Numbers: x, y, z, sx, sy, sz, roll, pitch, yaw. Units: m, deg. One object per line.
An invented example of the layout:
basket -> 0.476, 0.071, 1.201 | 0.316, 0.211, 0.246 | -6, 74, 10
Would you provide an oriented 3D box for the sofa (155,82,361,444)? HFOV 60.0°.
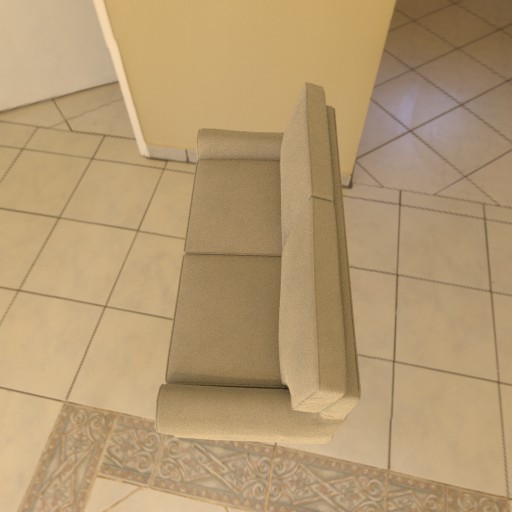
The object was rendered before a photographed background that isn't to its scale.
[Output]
sofa -> 0.000, 0.000, 2.357 | 0.841, 1.024, 1.823 | 2, 57, 1
